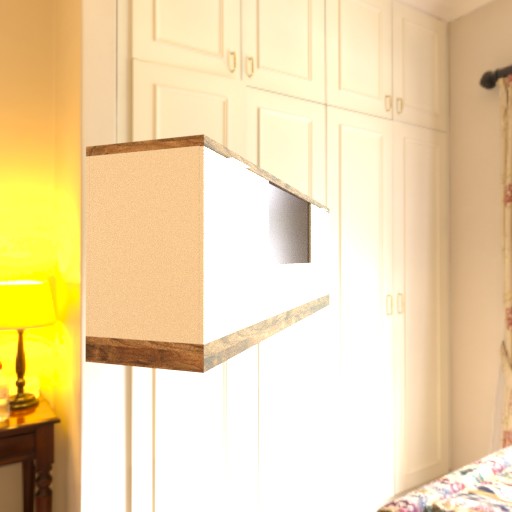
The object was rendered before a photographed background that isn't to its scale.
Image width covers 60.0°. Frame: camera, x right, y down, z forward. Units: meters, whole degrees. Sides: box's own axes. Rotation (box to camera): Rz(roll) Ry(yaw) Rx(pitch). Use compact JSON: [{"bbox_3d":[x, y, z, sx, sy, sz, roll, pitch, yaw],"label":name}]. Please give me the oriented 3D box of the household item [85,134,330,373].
[{"bbox_3d":[0.000,0.000,2.048,0.390,0.615,1.800,0,0,20],"label":"household item"}]
